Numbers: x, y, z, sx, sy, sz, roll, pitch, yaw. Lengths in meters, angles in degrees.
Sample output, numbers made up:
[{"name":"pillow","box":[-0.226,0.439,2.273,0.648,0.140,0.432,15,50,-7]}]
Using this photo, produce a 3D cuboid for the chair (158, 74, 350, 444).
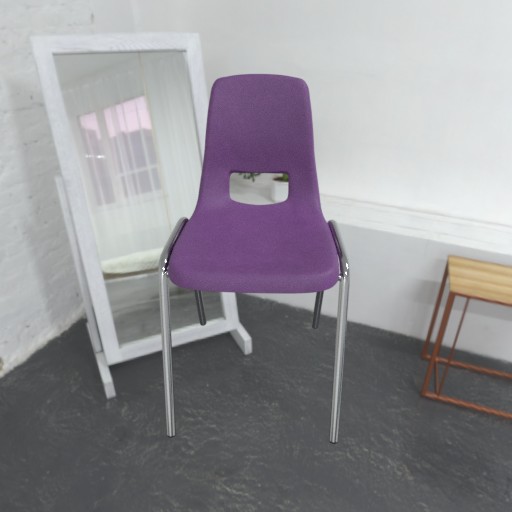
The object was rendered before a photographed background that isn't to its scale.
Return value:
[{"name":"chair","box":[0.000,0.000,0.990,0.381,0.704,0.432,1,30,2]}]
